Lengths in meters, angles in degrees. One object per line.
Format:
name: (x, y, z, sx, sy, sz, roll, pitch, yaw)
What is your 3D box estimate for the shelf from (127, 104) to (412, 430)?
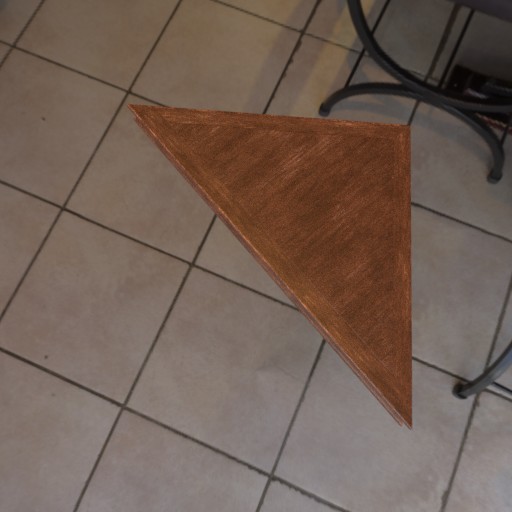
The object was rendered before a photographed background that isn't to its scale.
shelf: (0.000, 0.000, 0.439, 0.296, 0.035, 0.296, 5, 76, 1)
